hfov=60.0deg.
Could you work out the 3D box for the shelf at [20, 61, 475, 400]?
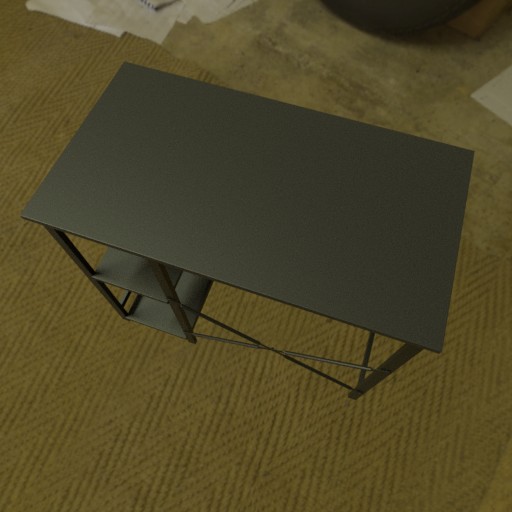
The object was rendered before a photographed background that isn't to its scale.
[{"bbox_3d":[0.000,0.000,1.325,0.902,0.749,0.498,17,65,8],"label":"shelf"}]
